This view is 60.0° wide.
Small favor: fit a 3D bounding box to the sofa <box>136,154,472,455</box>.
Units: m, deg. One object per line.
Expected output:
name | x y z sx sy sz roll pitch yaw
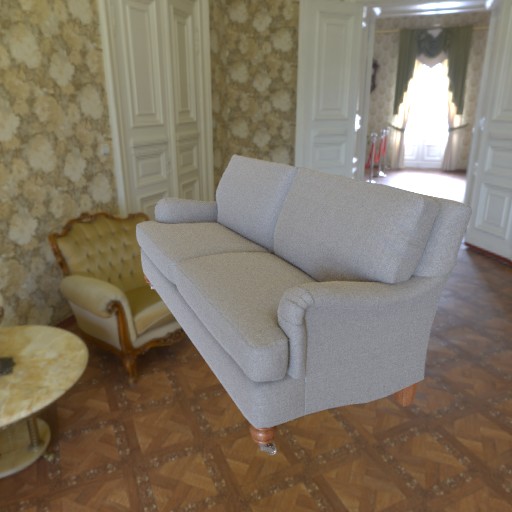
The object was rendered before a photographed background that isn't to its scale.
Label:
sofa | 0.000 0.000 2.720 1.087 1.054 2.160 -9 20 -24
